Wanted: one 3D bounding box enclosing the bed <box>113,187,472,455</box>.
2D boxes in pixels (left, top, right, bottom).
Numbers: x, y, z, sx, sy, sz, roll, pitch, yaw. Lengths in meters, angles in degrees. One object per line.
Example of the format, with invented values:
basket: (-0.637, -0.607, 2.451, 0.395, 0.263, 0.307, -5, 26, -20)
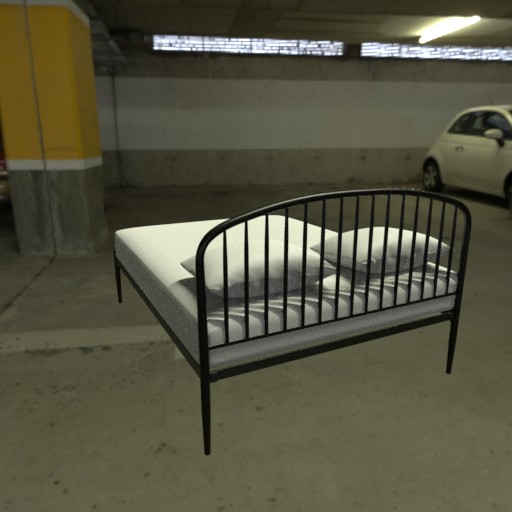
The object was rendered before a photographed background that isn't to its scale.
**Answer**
bed: (0.000, 0.000, 3.132, 1.618, 1.166, 2.159, -8, 17, -26)
